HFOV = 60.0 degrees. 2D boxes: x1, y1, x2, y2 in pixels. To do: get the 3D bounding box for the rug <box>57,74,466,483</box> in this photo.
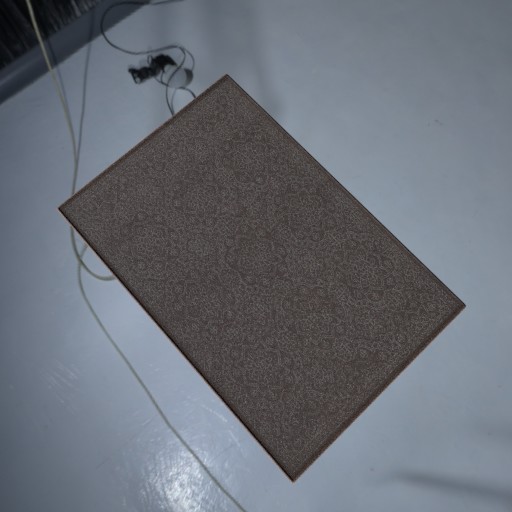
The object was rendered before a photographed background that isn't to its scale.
[{"bbox_3d":[0.000,0.000,2.880,1.524,0.011,2.286,-42,80,-9],"label":"rug"}]
